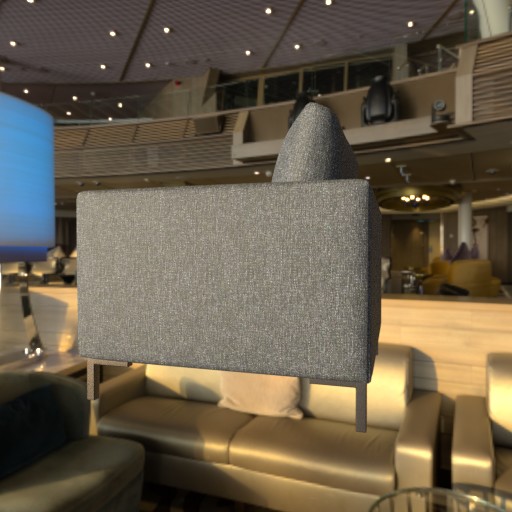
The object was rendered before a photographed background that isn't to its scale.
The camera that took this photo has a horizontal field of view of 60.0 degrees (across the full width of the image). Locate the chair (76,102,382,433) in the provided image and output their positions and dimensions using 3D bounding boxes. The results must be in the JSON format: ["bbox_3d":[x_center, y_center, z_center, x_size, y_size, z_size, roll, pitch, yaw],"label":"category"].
[{"bbox_3d":[0.000,0.000,1.629,0.866,0.861,0.963,0,1,17],"label":"chair"}]
